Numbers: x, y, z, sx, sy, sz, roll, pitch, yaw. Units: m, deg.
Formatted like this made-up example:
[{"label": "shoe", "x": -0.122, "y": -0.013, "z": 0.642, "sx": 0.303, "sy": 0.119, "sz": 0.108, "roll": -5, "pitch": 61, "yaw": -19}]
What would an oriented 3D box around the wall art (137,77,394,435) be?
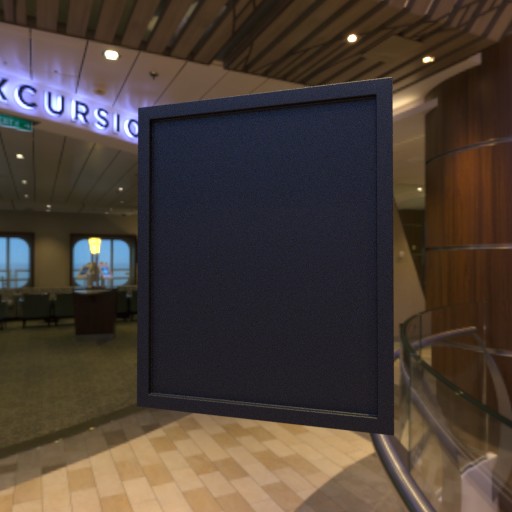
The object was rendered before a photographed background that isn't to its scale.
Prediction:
[{"label": "wall art", "x": 0.000, "y": 0.000, "z": 0.771, "sx": 0.457, "sy": 0.559, "sz": 0.028, "roll": 0, "pitch": -1, "yaw": 18}]
